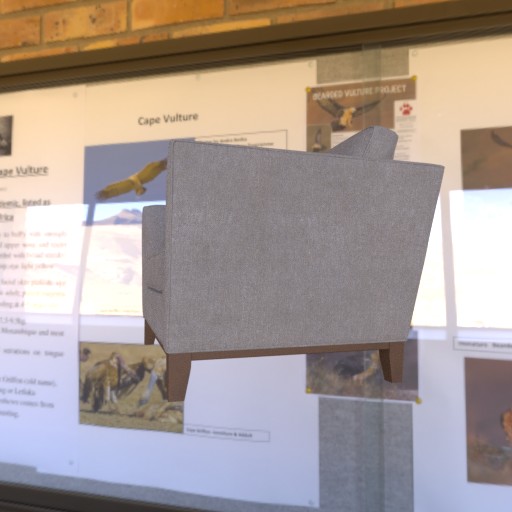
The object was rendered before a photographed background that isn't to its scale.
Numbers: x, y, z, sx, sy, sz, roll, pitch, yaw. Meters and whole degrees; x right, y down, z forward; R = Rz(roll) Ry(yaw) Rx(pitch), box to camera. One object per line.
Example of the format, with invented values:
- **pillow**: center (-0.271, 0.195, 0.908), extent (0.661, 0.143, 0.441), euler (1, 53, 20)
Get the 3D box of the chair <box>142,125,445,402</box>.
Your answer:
- **chair**: center (0.000, 0.000, 2.064), extent (0.965, 0.942, 1.396), euler (1, -3, -18)
